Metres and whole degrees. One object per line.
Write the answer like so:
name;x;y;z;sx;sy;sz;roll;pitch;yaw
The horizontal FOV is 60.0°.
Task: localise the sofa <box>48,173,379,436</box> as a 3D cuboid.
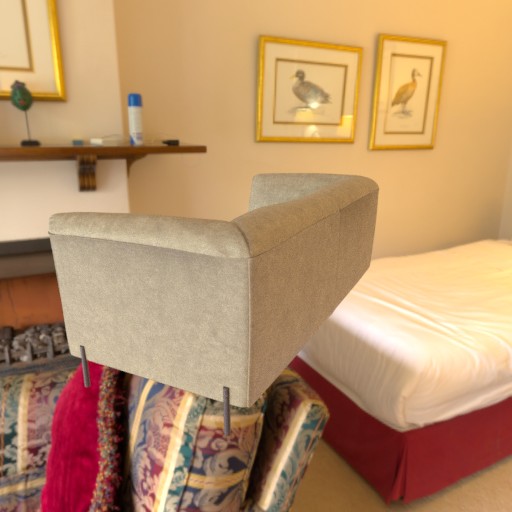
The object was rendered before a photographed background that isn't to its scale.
sofa;0.000;0.000;2.386;0.905;0.747;1.878;8;18;25
